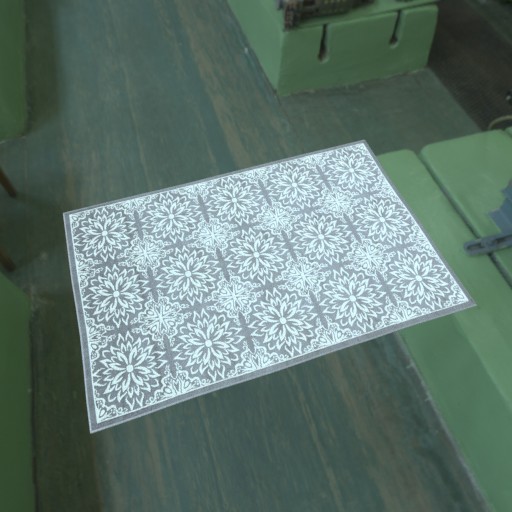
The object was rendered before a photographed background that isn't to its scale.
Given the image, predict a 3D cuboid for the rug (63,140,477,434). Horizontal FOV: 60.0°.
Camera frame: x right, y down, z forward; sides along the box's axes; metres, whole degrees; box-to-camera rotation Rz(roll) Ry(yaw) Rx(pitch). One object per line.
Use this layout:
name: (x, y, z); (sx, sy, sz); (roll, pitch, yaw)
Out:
rug: (0.000, 0.000, 3.420); (2.746, 0.018, 1.819); (-16, 58, -10)
